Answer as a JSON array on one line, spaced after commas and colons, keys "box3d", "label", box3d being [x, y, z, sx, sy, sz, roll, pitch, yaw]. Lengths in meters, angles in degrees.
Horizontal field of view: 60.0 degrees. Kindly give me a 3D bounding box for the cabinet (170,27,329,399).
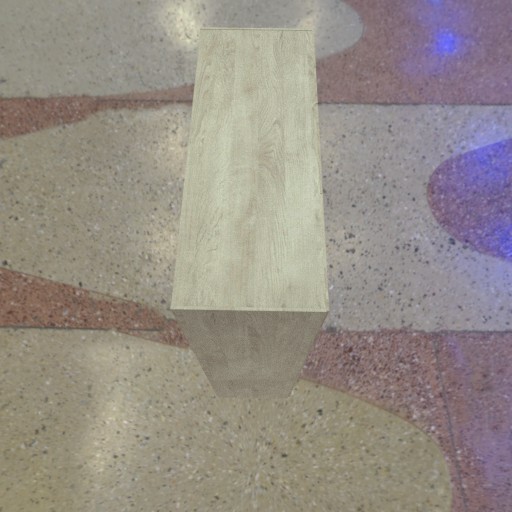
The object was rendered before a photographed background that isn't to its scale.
[{"box3d": [0.000, 0.000, 2.515, 0.510, 1.910, 1.290, 1, 64, 0], "label": "cabinet"}]
